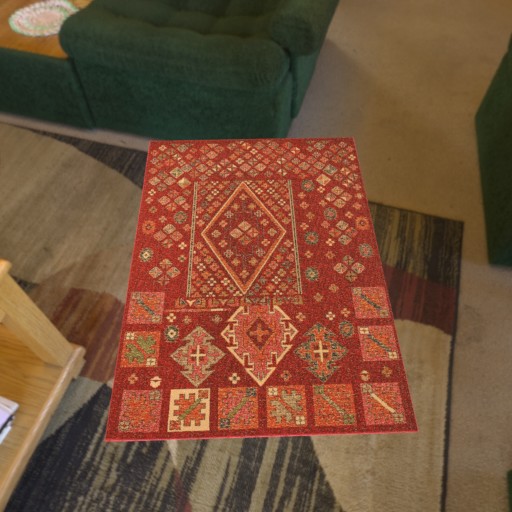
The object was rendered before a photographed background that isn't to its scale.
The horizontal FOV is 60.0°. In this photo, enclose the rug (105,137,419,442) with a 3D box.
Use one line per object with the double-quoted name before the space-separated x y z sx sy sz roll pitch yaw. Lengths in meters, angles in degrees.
"rug" 0.000 0.000 4.281 2.389 0.011 3.306 -1 56 -1
